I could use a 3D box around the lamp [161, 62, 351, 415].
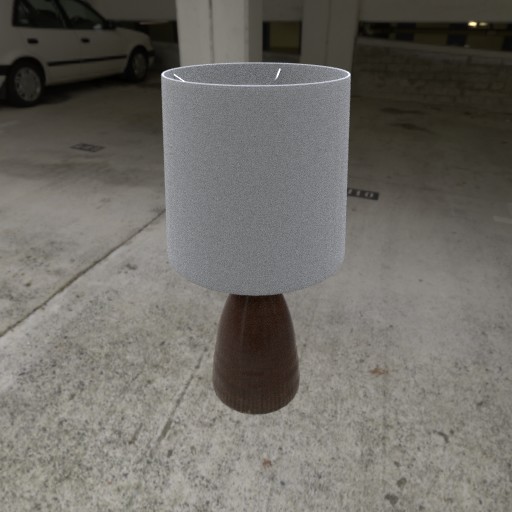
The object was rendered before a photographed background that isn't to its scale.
[{"bbox_3d":[0.000,0.000,0.479,0.186,0.369,0.186,0,29,0],"label":"lamp"}]
